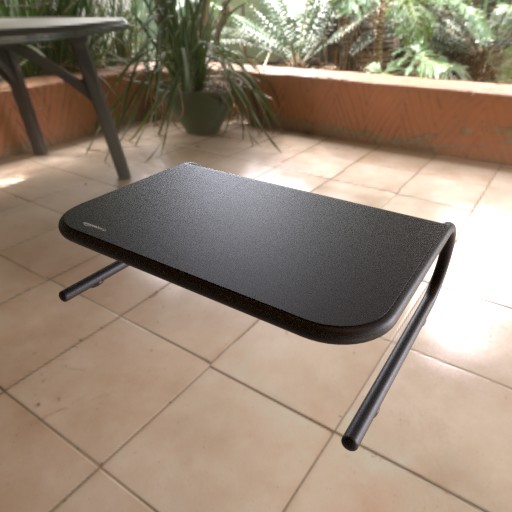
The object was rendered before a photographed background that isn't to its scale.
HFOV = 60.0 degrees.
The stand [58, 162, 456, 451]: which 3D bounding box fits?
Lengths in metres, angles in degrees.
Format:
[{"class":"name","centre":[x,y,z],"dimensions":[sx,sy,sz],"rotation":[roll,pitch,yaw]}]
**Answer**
[{"class":"stand","centre":[0.000,0.000,0.504],"dimensions":[0.370,0.108,0.280],"rotation":[18,35,29]}]
